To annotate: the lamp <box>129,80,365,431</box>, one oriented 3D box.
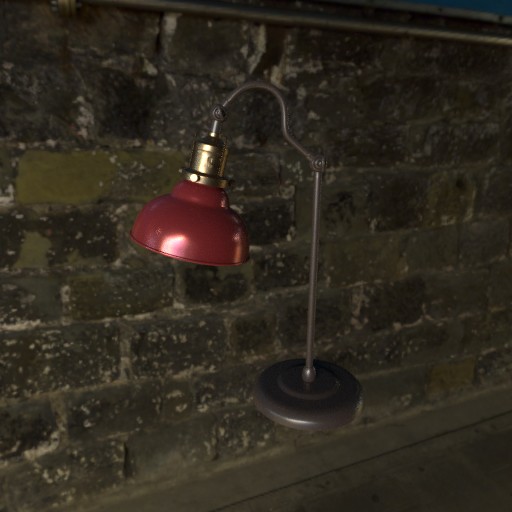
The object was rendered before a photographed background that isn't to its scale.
[{"bbox_3d":[0.000,0.000,0.687,0.374,0.508,0.192,-2,16,-8],"label":"lamp"}]
